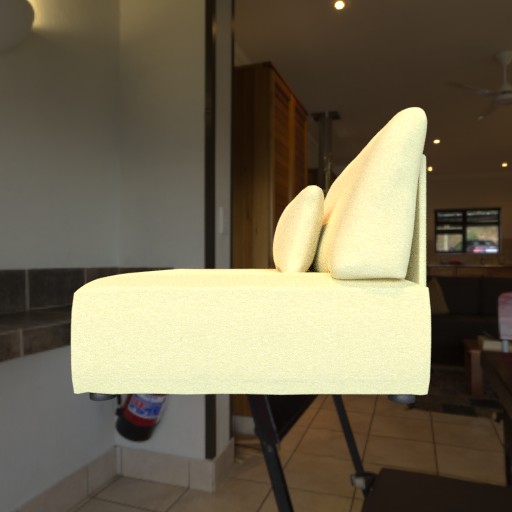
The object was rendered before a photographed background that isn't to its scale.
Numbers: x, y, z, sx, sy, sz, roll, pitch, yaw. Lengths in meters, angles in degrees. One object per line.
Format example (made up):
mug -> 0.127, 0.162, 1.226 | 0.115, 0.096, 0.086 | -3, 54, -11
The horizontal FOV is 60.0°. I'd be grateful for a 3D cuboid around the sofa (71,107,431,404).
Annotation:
sofa -> 0.000, 0.000, 1.666 | 1.000, 0.820, 0.930 | 0, -1, 1
